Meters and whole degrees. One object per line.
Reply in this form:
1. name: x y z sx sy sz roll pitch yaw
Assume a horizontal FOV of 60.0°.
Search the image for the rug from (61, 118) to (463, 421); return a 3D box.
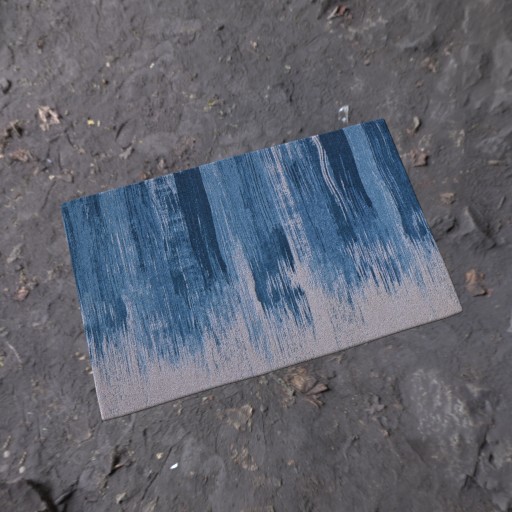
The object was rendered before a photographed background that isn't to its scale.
1. rug: 0.000 0.000 3.040 2.450 0.027 1.540 -16 75 -4
